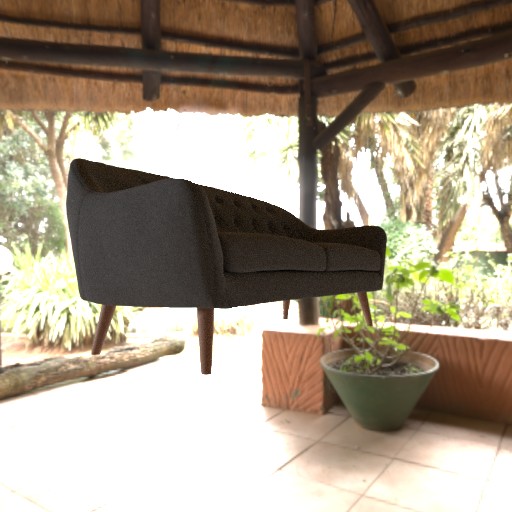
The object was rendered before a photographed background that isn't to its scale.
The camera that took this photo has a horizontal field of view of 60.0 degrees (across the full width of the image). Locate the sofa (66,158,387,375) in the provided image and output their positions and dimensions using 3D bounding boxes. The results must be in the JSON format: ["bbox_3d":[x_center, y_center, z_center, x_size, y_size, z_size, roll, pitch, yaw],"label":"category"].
[{"bbox_3d":[0.000,0.000,2.267,0.820,0.820,1.840,-1,-2,34],"label":"sofa"}]
